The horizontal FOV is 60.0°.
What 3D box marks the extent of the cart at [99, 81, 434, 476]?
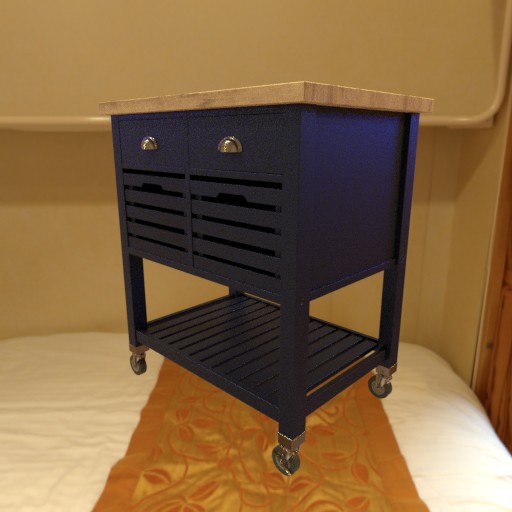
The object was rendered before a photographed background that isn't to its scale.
[{"bbox_3d":[0.000,0.000,1.393,0.797,0.920,0.567,14,21,42],"label":"cart"}]
